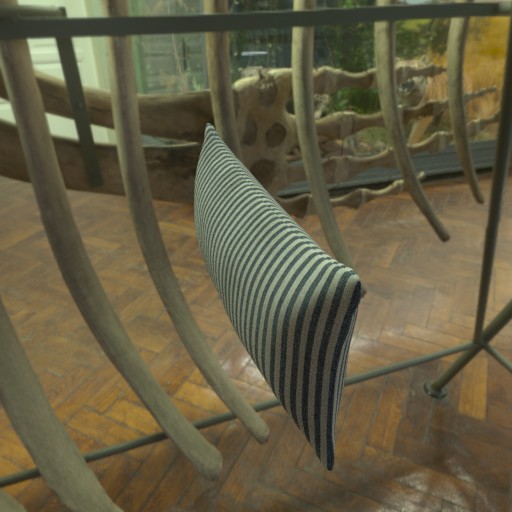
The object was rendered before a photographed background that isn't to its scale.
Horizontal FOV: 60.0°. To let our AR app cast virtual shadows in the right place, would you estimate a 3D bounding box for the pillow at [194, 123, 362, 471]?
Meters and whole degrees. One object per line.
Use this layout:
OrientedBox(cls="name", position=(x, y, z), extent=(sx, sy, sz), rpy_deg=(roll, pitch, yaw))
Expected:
OrientedBox(cls="pillow", position=(0.000, 0.000, 0.740), extent=(0.151, 0.295, 0.617), rpy_deg=(-10, 32, -16))
